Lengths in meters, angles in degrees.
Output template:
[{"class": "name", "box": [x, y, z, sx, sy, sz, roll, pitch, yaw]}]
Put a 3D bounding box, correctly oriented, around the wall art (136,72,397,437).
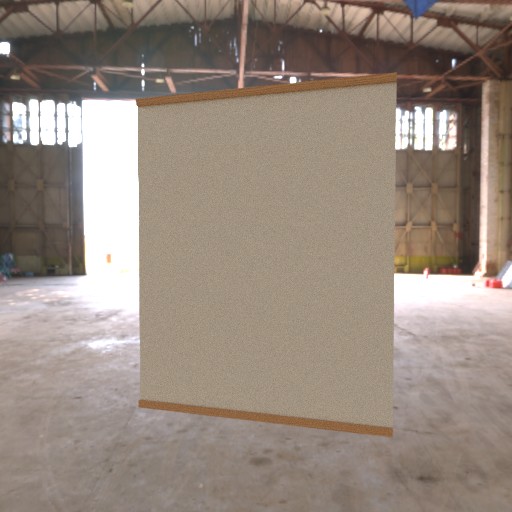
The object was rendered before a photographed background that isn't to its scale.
[{"class": "wall art", "box": [0.000, 0.000, 0.676, 0.404, 0.507, 0.010, 1, 2, 16]}]
